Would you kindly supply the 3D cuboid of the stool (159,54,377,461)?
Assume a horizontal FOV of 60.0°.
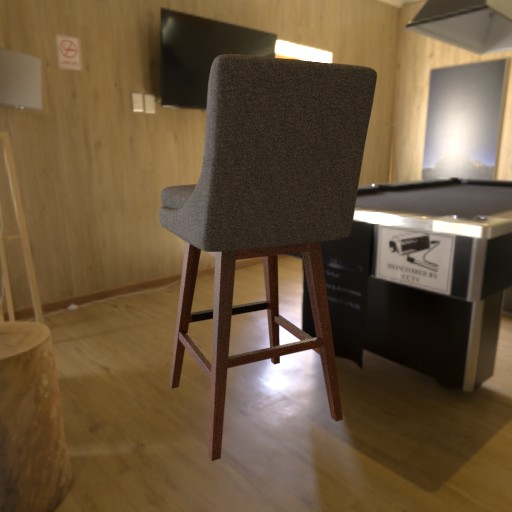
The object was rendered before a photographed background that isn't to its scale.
[{"bbox_3d":[0.000,0.000,1.397,0.489,1.068,0.572,-7,16,-25],"label":"stool"}]
